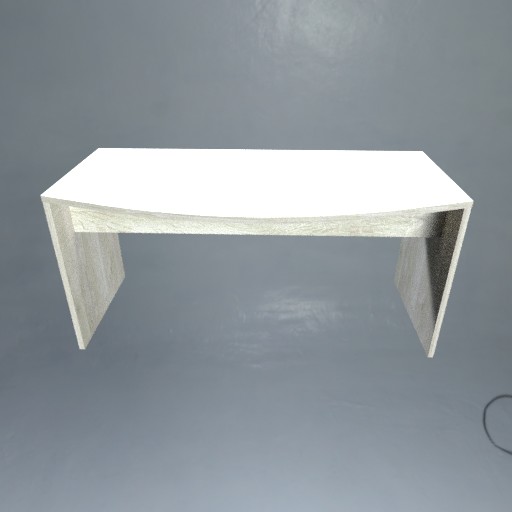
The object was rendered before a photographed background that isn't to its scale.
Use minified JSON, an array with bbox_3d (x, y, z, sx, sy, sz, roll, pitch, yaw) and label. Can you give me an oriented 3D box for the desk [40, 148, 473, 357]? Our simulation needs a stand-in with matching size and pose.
[{"bbox_3d":[0.000,0.000,2.024,1.600,0.752,0.802,1,29,2],"label":"desk"}]
